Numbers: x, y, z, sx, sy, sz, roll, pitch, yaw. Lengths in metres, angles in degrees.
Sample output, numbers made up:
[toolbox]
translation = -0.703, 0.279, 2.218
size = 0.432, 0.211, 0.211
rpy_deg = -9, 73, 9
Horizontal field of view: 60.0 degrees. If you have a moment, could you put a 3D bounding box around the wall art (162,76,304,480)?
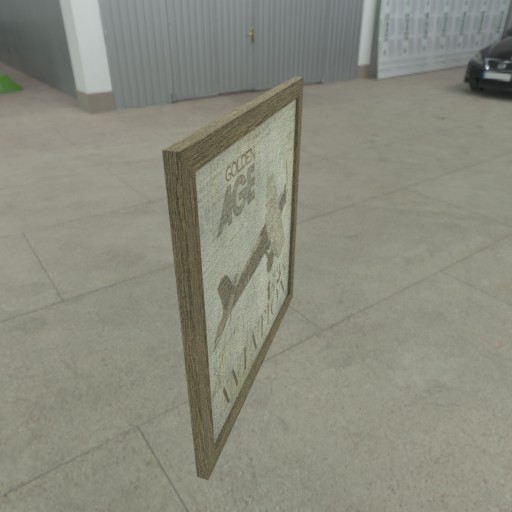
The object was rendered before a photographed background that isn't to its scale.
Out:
[wall art]
translation = 0.000, 0.000, 0.759
size = 0.019, 0.508, 0.508
rpy_deg = 10, 31, 16
